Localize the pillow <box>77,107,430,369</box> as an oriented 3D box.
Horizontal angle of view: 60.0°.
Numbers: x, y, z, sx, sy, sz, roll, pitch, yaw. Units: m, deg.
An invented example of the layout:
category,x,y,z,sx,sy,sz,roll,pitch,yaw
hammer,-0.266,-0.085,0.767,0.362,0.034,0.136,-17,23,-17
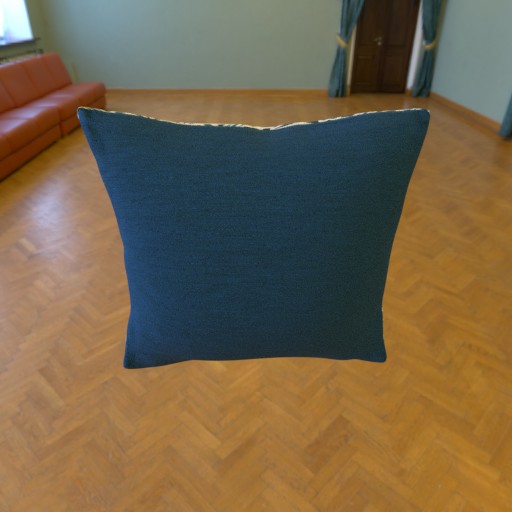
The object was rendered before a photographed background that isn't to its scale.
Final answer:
category,x,y,z,sx,sy,sz,roll,pitch,yaw
pillow,0.000,0.000,0.644,0.440,0.420,0.145,-1,30,-2
